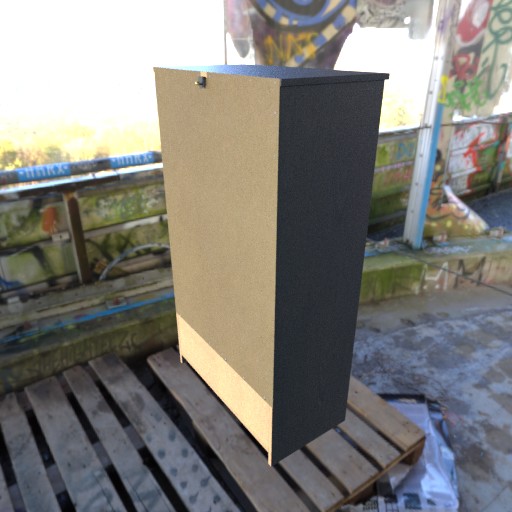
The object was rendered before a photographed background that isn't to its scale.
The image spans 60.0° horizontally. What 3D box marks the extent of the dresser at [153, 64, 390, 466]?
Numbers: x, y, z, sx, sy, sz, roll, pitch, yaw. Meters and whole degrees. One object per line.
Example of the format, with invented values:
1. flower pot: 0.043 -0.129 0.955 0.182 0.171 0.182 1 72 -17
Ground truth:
1. dresser: 0.000 0.000 1.615 0.418 1.254 0.704 -17 30 -31
